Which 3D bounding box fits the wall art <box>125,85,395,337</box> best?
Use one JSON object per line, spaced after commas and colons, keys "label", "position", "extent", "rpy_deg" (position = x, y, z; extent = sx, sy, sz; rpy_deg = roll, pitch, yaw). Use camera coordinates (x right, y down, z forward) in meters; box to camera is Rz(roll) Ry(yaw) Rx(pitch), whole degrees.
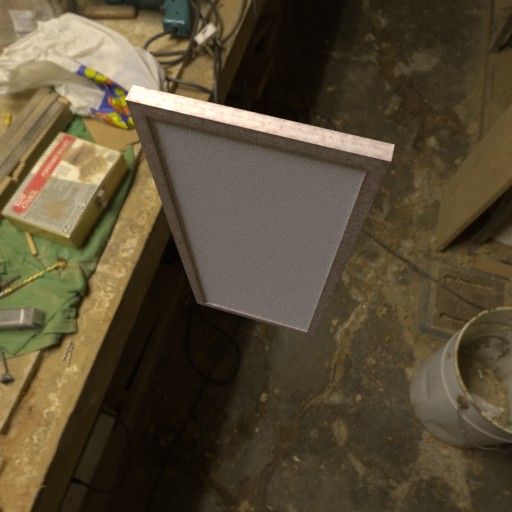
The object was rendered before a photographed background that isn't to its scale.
{"label": "wall art", "position": [0.000, 0.000, 1.700], "extent": [0.648, 1.461, 0.051], "rpy_deg": [15, 65, 7]}
